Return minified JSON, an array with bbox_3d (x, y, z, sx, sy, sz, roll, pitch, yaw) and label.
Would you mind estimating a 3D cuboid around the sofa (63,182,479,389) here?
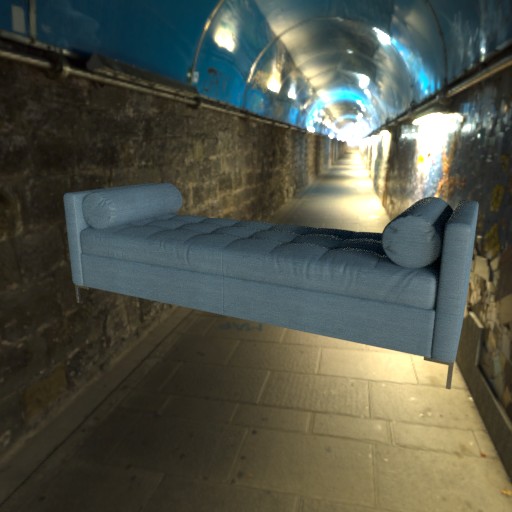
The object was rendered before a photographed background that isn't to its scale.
[{"bbox_3d":[0.000,0.000,2.283,1.981,0.635,0.686,8,16,27],"label":"sofa"}]
